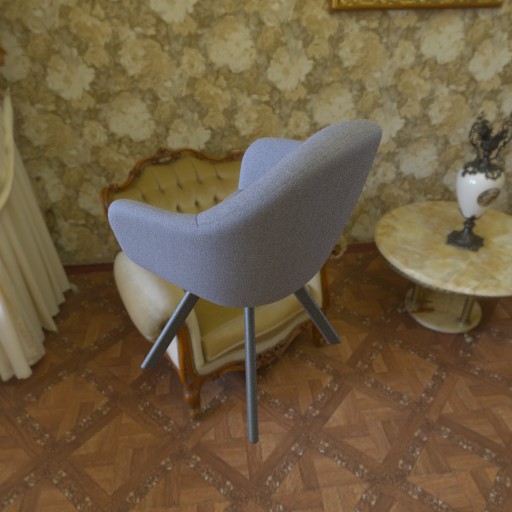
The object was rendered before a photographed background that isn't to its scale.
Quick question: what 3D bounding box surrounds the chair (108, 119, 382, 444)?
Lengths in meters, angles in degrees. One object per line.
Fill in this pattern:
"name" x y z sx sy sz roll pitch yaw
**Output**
"chair" 0.000 0.000 1.213 0.550 0.795 0.590 22 39 30
